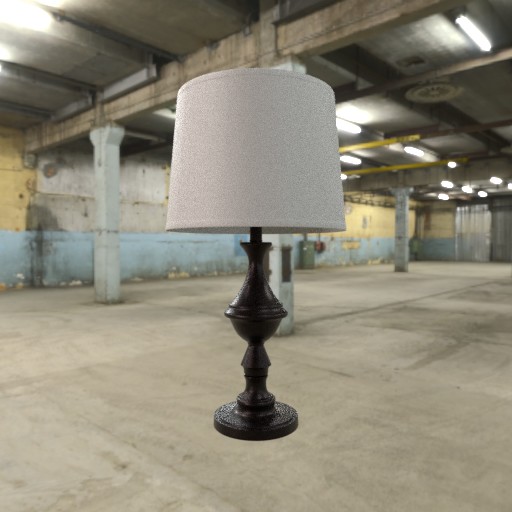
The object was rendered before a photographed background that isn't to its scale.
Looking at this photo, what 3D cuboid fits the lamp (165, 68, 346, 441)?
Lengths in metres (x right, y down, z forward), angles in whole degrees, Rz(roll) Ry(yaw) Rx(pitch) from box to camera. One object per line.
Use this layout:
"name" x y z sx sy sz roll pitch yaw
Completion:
"lamp" 0.000 0.000 0.958 0.383 0.726 0.383 0 1 0
